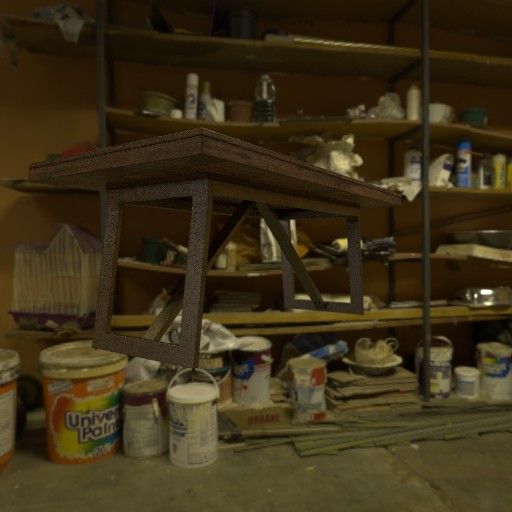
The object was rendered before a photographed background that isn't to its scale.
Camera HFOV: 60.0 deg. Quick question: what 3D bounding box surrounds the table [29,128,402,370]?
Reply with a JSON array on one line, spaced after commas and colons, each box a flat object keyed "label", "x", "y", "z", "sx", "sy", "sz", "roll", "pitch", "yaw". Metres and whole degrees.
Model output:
[{"label": "table", "x": 0.000, "y": 0.000, "z": 2.291, "sx": 0.931, "sy": 0.757, "sz": 1.867, "roll": 1, "pitch": 1, "yaw": 35}]
